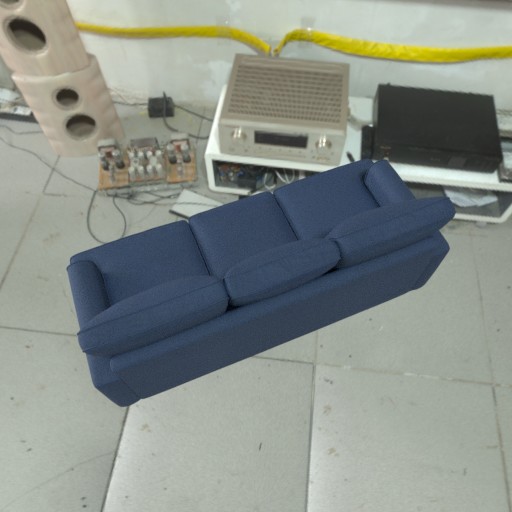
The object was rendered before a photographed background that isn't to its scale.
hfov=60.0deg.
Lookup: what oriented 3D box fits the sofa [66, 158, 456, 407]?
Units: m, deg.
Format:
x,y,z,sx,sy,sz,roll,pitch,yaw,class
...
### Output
x,y,z,sx,sy,sz,roll,pitch,yaw,class
0.000,0.000,2.725,2.158,0.965,0.951,-20,62,-11,sofa
